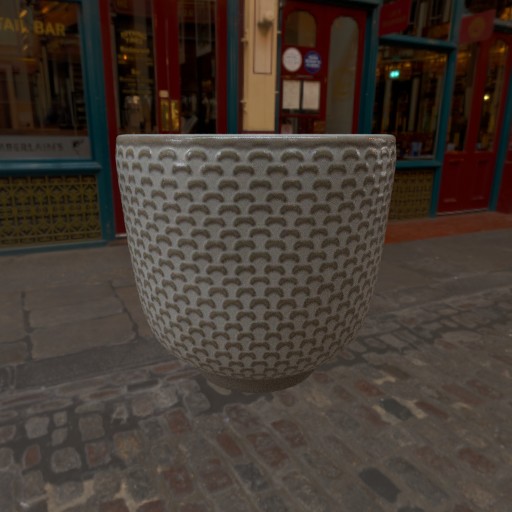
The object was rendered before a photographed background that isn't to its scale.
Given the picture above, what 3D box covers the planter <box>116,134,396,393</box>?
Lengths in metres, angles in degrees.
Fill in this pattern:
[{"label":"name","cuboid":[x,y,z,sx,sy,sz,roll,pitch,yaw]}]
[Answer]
[{"label":"planter","cuboid":[0.000,0.000,0.303,0.173,0.160,0.173,0,15,0]}]
